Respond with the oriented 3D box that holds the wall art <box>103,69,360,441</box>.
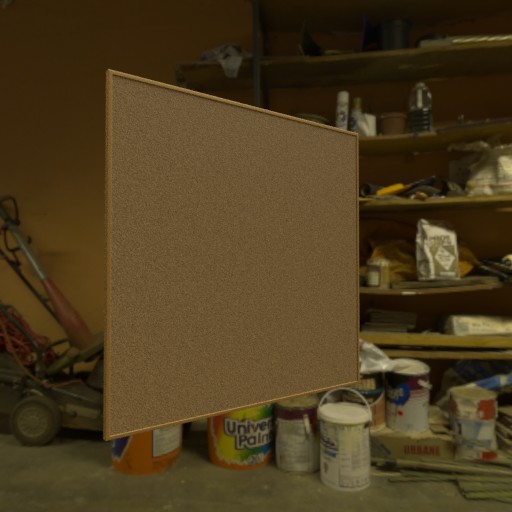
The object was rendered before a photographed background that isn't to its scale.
[{"bbox_3d":[0.000,0.000,0.978,0.657,0.655,0.014,1,-2,-36],"label":"wall art"}]
